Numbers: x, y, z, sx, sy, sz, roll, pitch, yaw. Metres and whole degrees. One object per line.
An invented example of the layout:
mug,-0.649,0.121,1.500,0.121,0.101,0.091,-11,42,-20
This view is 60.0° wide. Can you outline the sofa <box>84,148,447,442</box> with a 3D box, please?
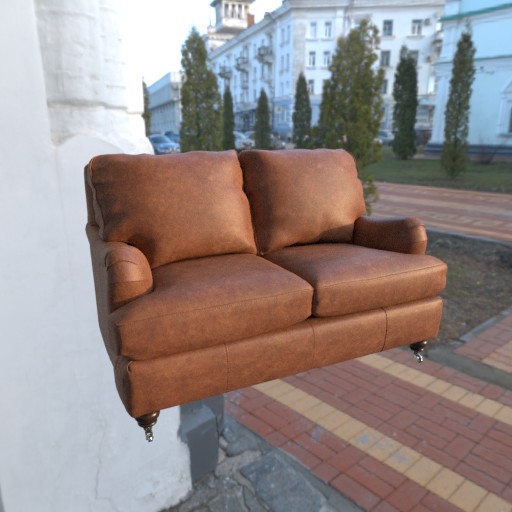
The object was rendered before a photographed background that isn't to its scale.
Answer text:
sofa,0.000,0.000,2.171,1.527,1.004,1.077,-7,17,-25
